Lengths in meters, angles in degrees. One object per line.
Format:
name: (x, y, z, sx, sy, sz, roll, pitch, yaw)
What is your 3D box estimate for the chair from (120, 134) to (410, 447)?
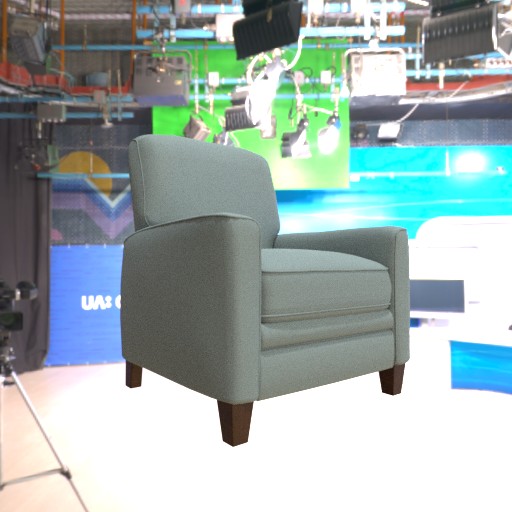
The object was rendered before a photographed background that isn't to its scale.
chair: (0.000, 0.000, 1.689, 0.853, 1.007, 0.846, 0, -1, -38)
